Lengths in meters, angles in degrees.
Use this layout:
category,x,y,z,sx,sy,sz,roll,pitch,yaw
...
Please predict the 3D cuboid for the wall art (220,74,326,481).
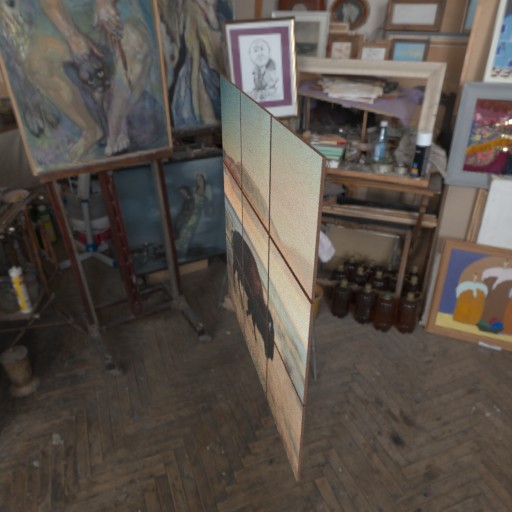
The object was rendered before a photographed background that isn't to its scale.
category,x,y,z,sx,sy,sz,roll,pitch,yaw
wall art,0.000,0.000,2.285,0.019,1.532,1.533,-8,32,-13
